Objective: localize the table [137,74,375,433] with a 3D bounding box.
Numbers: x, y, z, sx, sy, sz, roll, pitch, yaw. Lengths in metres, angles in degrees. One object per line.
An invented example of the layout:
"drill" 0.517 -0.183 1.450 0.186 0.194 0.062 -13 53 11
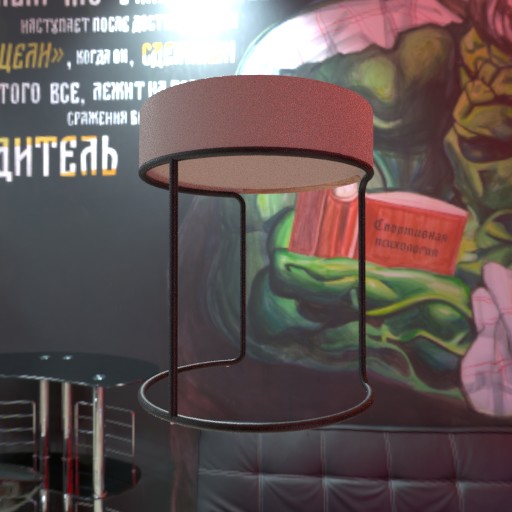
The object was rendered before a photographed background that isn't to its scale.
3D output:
"table" 0.000 0.000 0.873 0.450 0.530 0.450 0 -1 0
